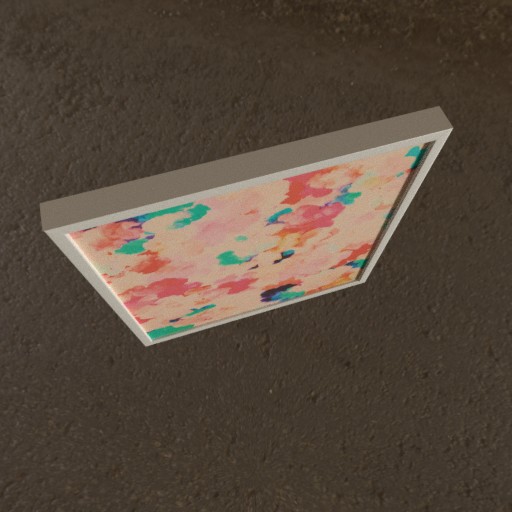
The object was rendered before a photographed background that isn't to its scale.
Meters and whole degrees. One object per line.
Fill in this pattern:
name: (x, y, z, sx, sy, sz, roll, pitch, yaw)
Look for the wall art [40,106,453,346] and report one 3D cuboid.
wall art: (0.000, 0.000, 0.758, 0.506, 0.505, 0.038, -15, 65, -7)
